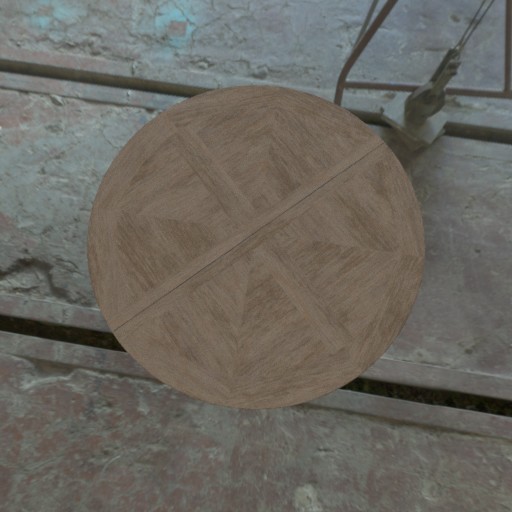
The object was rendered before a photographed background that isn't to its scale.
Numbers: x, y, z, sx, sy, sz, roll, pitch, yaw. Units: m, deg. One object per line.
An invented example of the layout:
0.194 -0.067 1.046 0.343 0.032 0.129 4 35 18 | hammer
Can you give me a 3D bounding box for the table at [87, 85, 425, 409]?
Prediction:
0.000 0.000 2.106 1.319 0.762 1.319 0 76 0 | table
